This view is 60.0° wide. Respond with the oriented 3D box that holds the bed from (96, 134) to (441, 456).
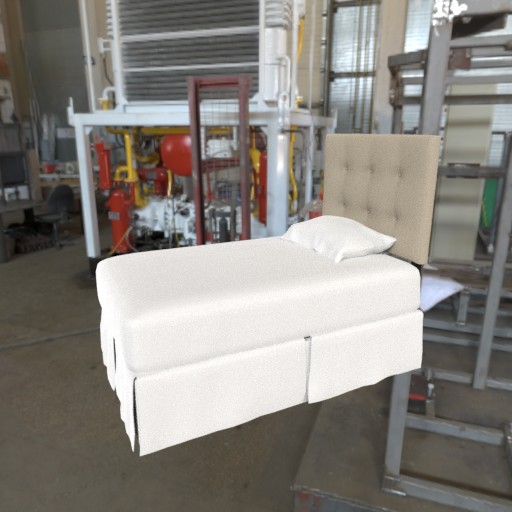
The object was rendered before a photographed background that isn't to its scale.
[{"bbox_3d":[0.000,0.000,2.976,1.997,1.571,1.261,-8,18,-25],"label":"bed"}]
